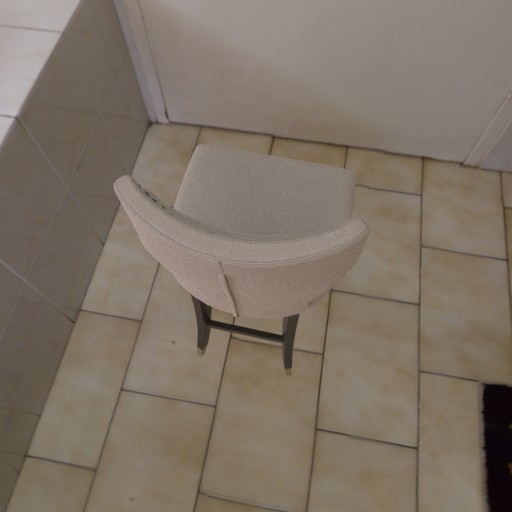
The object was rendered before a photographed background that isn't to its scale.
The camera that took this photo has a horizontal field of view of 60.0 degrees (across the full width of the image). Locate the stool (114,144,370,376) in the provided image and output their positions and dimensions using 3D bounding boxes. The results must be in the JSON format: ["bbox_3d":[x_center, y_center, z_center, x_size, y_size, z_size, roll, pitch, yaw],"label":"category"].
[{"bbox_3d":[0.000,0.000,1.396,0.526,1.092,0.563,11,64,6],"label":"stool"}]
